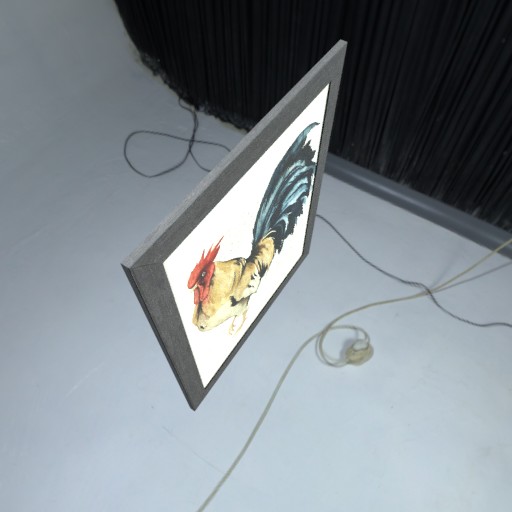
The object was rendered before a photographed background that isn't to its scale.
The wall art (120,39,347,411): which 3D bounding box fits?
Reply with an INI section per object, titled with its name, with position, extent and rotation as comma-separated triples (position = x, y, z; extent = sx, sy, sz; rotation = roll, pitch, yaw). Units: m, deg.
[wall art]
position = 0.000, 0.000, 0.793
extent = 0.013, 0.570, 0.476
rotation = 29, 62, 18
